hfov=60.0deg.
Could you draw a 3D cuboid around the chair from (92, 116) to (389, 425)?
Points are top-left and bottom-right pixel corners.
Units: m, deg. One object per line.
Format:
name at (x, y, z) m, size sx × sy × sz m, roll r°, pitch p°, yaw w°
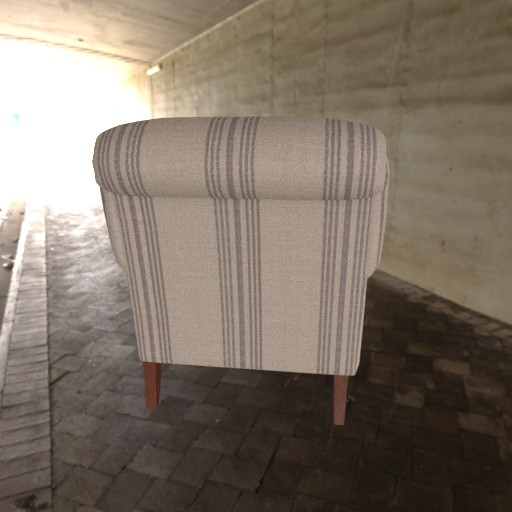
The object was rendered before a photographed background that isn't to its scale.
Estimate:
chair at (0.000, 0.000, 1.595) m, size 0.813 × 0.940 × 0.914 m, roll 2°, pitch 16°, yaw 7°
